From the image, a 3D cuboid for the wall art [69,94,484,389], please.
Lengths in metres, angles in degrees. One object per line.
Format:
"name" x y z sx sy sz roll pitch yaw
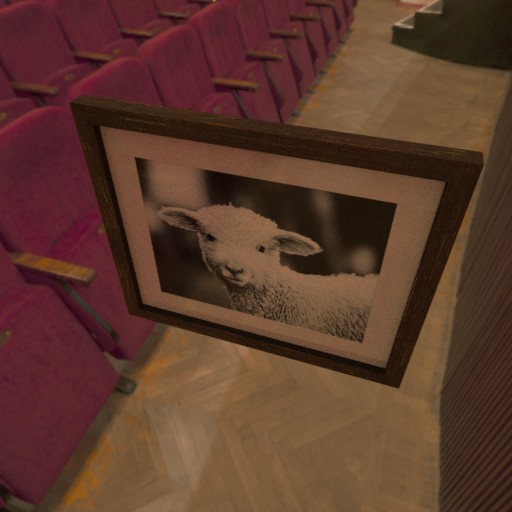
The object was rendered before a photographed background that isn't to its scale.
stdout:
"wall art" 0.000 0.000 0.733 0.558 0.457 0.032 13 43 14
